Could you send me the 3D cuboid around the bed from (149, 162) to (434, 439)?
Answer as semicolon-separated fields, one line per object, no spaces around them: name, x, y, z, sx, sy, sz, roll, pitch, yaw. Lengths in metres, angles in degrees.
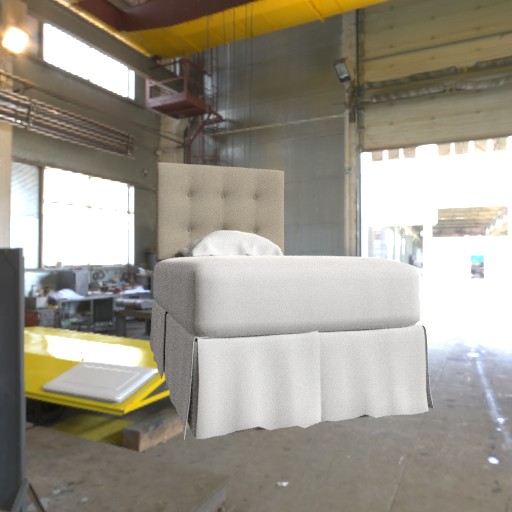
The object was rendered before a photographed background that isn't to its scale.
bed;0.000;0.000;2.956;1.261;1.571;1.997;0;0;-18
